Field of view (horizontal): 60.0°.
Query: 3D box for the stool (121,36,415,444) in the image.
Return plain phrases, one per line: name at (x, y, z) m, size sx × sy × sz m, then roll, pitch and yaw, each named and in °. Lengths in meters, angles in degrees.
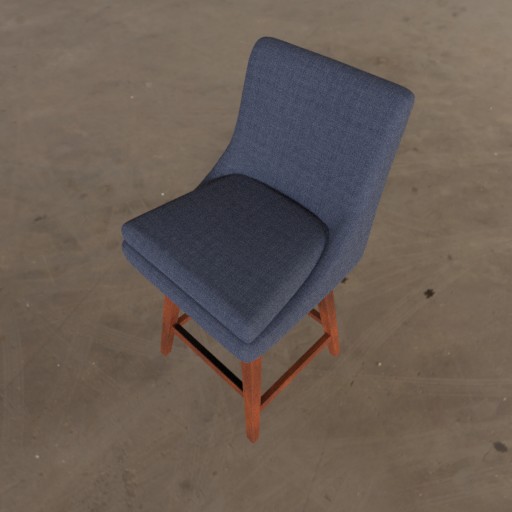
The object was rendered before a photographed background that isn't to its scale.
stool at (0.000, 0.000, 1.177) m, size 0.467 × 0.895 × 0.524 m, roll 35°, pitch 56°, yaw 28°
